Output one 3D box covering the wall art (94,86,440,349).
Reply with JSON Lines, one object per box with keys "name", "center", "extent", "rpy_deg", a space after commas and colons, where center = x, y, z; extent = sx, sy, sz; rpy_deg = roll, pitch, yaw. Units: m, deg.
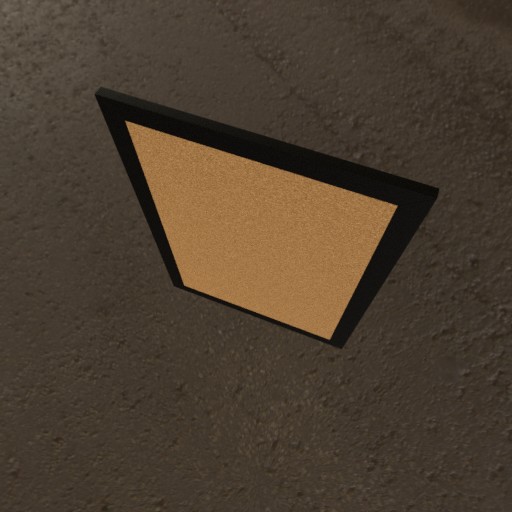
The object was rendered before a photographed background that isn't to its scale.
{"name": "wall art", "center": [0.000, 0.000, 0.600], "extent": [0.326, 0.459, 0.011], "rpy_deg": [19, 64, 10]}
